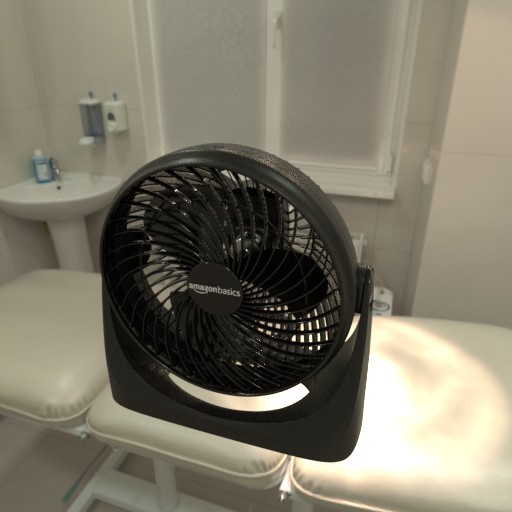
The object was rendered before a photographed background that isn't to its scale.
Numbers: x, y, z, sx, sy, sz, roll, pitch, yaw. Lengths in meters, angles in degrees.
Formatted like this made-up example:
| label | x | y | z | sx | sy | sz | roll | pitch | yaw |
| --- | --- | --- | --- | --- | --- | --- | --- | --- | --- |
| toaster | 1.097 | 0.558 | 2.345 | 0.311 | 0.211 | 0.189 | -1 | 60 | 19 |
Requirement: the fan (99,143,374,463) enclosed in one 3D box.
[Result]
| label | x | y | z | sx | sy | sz | roll | pitch | yaw |
| --- | --- | --- | --- | --- | --- | --- | --- | --- | --- |
| fan | 0.000 | 0.000 | 0.485 | 0.273 | 0.277 | 0.256 | 8 | 28 | 17 |
